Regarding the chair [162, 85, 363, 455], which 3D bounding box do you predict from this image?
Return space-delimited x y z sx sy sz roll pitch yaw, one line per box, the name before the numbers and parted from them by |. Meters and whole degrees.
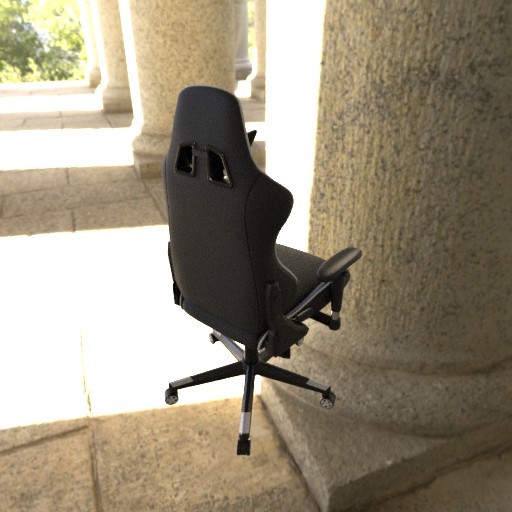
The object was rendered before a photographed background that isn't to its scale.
chair | 0.000 0.000 1.653 0.700 1.240 0.700 21 35 33
